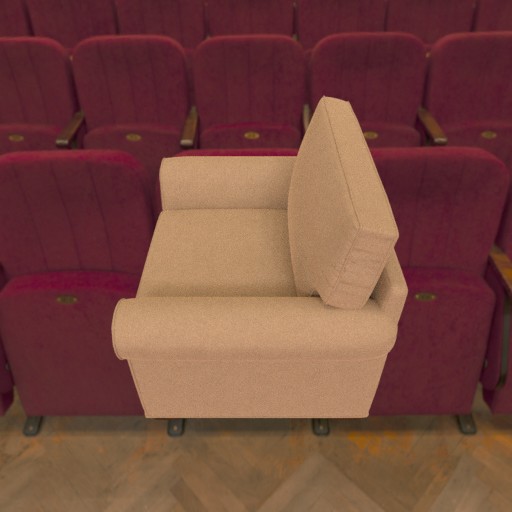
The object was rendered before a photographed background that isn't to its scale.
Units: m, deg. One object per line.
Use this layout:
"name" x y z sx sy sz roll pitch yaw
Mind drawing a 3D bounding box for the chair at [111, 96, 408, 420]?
"chair" 0.000 0.000 1.729 0.863 0.955 1.040 0 42 0
